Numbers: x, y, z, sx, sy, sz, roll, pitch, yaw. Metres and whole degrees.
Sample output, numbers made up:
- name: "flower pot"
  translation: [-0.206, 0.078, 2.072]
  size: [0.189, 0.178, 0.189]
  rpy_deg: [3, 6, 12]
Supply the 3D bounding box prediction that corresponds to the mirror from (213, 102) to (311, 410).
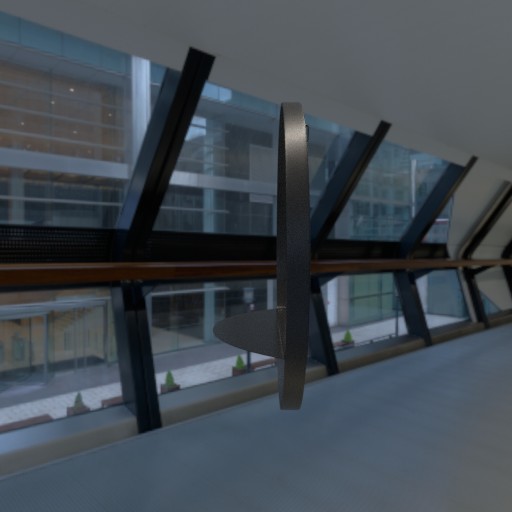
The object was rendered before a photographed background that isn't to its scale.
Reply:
- name: "mirror"
  translation: [0.000, 0.000, 0.698]
  size: [0.133, 0.457, 0.457]
  rpy_deg: [0, 1, 1]
